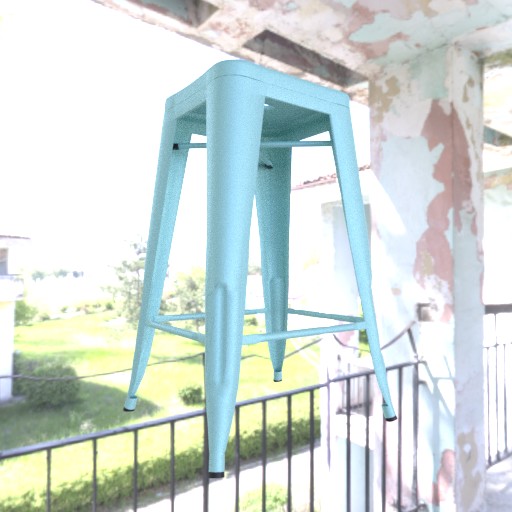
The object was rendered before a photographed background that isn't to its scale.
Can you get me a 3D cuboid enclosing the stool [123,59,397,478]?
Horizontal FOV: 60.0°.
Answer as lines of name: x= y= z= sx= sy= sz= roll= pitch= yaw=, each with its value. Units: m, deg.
stool: x=0.000 y=0.000 z=0.851 sx=0.399 sy=0.609 sz=0.359 roll=1 pitch=-1 yaw=-36
